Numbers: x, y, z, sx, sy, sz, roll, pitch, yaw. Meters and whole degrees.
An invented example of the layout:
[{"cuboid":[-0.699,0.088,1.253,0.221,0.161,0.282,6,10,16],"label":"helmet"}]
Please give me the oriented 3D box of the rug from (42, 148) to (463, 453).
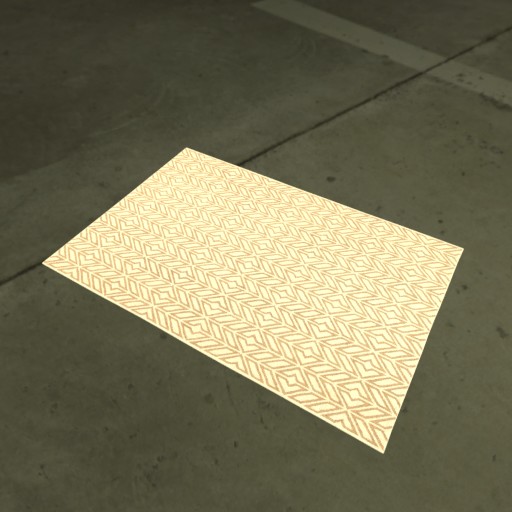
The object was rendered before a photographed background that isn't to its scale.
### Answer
[{"cuboid":[0.000,0.000,2.307,1.828,0.007,1.220,24,51,21],"label":"rug"}]
